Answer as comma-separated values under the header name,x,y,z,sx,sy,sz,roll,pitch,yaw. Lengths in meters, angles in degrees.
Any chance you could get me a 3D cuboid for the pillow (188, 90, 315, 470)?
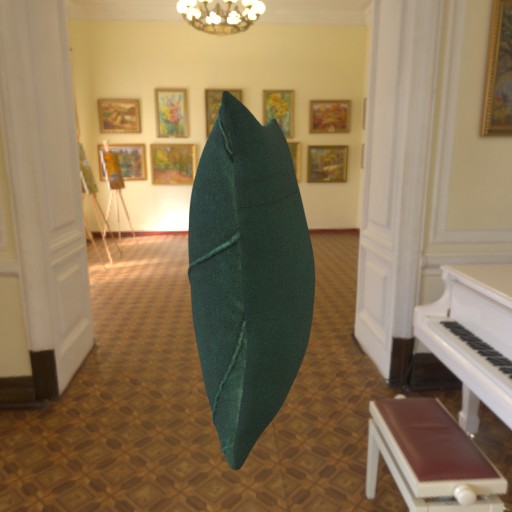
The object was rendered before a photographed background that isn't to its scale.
name,x,y,z,sx,sy,sz,roll,pitch,yaw
pillow,0.000,0.000,0.687,0.184,0.440,0.439,2,13,9
